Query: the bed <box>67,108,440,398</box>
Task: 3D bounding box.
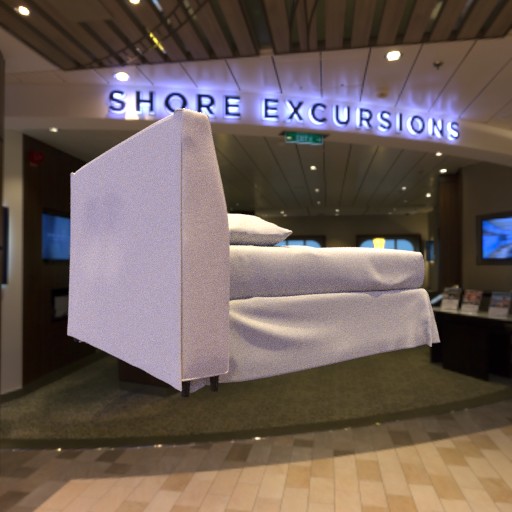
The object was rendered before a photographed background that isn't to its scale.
[{"bbox_3d":[0.000,0.000,3.402,2.276,1.332,1.925,1,-1,-37],"label":"bed"}]
